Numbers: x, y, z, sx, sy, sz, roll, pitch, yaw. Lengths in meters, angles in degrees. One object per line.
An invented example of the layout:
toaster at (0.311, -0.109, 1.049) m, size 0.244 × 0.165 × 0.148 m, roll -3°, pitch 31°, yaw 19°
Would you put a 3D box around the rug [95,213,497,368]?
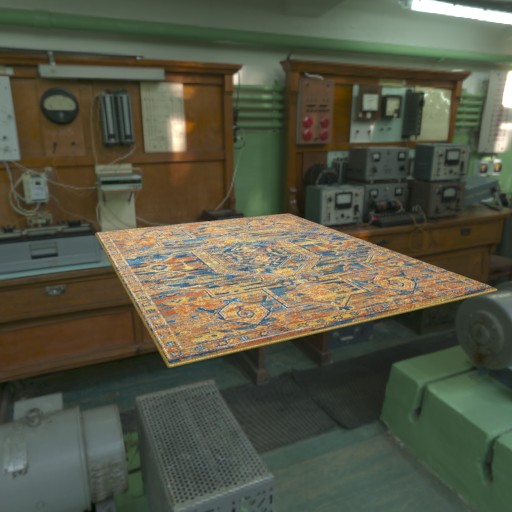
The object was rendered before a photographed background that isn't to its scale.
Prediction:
rug at (0.000, 0.000, 4.020) m, size 2.435 × 0.031 × 3.040 m, roll -8°, pitch 19°, yaw -24°
